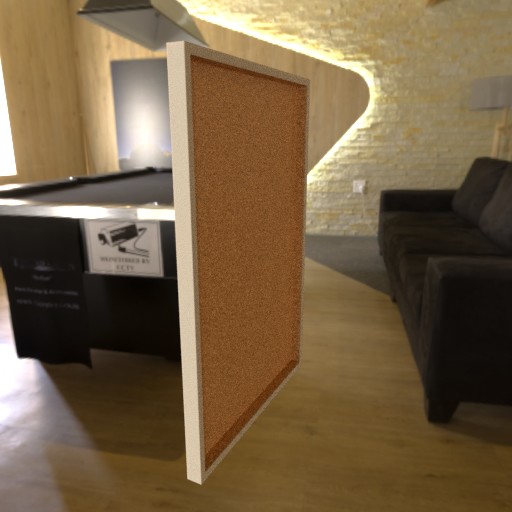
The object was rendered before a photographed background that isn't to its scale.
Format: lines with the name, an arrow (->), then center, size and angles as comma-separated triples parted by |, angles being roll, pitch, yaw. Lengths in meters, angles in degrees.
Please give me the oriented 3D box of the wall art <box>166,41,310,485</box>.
wall art -> 0.000, 0.000, 1.148 | 0.038, 0.914, 0.610 | 8, 17, 26
